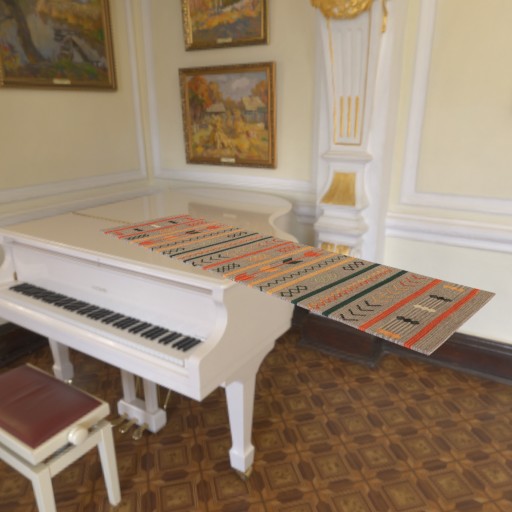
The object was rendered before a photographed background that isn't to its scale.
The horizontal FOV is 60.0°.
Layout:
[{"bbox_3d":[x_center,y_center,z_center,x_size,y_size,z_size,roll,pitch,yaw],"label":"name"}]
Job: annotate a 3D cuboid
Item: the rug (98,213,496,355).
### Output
[{"bbox_3d":[0.000,0.000,2.615,2.419,0.022,0.744,17,25,41],"label":"rug"}]
